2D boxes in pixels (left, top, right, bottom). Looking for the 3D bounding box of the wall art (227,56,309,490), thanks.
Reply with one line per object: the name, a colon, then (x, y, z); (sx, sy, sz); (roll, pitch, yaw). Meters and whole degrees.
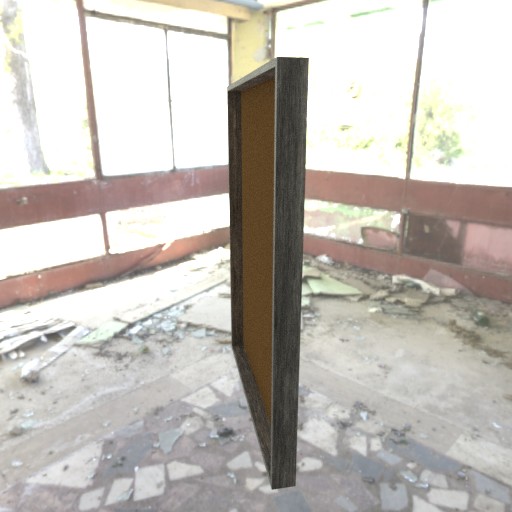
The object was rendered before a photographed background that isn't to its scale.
wall art: (0.000, 0.000, 1.347); (0.063, 1.016, 0.762); (-3, 17, -10)
